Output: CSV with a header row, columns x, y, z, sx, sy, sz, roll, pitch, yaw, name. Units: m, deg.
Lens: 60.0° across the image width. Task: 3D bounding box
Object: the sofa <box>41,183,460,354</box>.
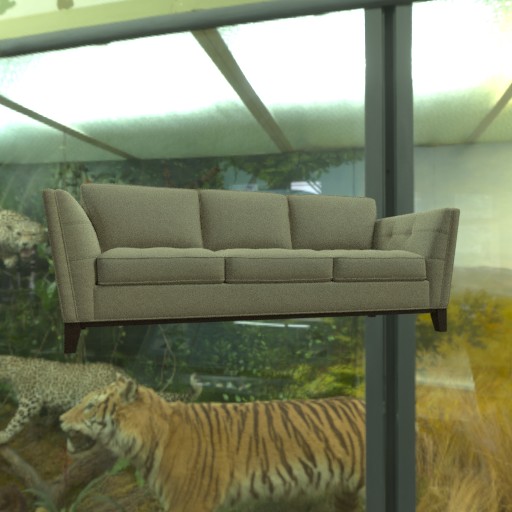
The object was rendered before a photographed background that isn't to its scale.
x,y,z,sx,sy,sz,roll,pitch,yaw,name
0.000,0.000,2.855,2.388,0.940,0.965,0,-1,-18,sofa
